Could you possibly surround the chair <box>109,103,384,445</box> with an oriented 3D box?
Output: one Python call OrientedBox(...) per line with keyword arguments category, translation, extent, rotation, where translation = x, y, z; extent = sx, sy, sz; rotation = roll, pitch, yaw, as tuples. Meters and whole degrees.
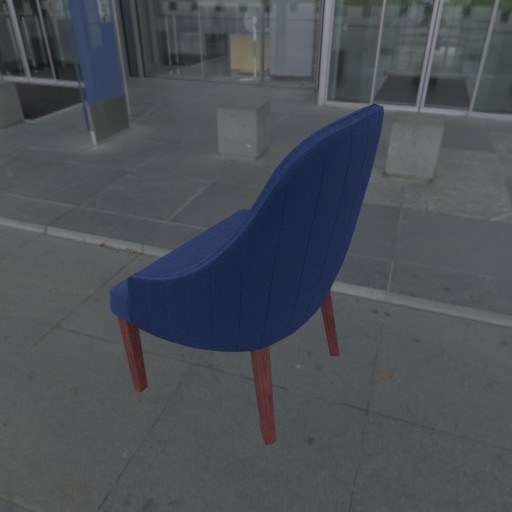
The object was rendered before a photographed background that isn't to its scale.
OrientedBox(category="chair", translation=(0.000, 0.000, 1.277), extent=(0.575, 0.889, 0.643), rotation=(20, 37, 29))
